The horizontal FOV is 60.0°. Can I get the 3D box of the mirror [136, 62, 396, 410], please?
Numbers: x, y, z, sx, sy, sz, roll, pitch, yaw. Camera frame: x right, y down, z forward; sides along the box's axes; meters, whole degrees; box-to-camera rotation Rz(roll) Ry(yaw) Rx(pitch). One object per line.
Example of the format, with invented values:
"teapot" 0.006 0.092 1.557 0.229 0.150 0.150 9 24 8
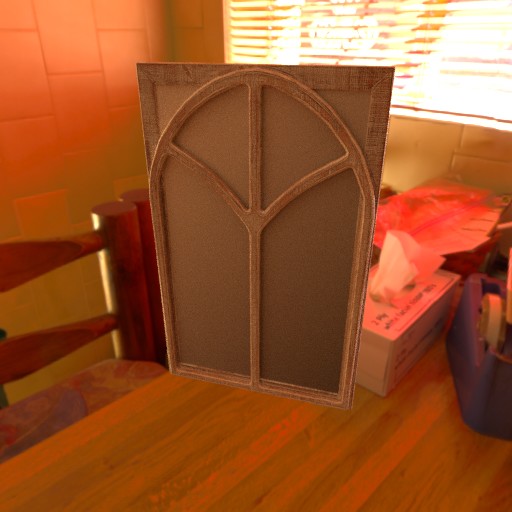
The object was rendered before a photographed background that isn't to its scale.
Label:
"mirror" 0.000 0.000 0.989 0.495 0.787 0.058 7 27 14
